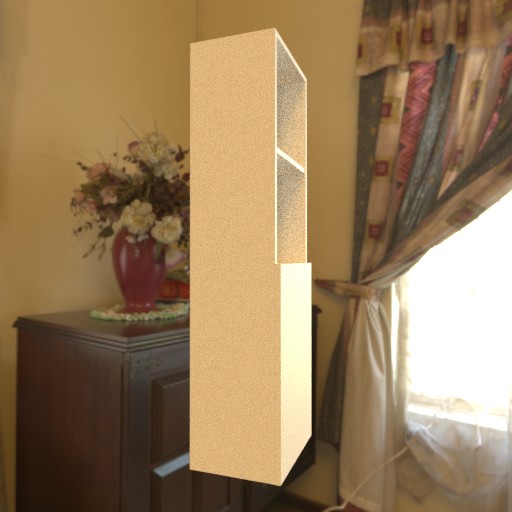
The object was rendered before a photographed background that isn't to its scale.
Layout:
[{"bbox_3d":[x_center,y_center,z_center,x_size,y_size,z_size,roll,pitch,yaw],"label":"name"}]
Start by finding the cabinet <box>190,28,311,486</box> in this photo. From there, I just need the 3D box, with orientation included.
[{"bbox_3d":[0.000,0.000,1.542,0.300,1.350,0.400,0,0,20],"label":"cabinet"}]
